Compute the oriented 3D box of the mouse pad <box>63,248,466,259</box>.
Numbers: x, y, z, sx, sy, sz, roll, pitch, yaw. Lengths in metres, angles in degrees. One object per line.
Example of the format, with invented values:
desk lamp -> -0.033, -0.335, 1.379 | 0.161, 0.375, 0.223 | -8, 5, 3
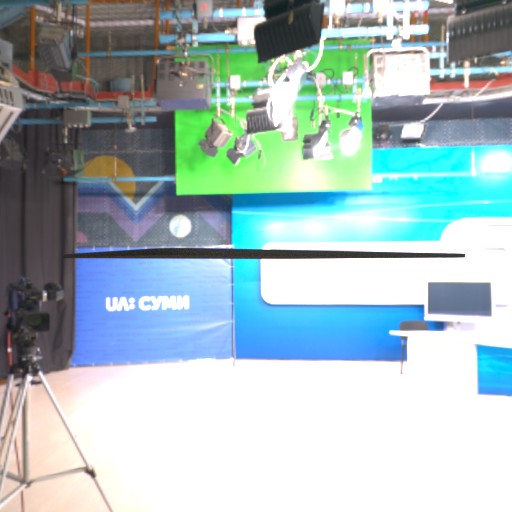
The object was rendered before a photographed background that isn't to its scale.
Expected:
mouse pad -> 0.000, 0.000, 0.322 | 0.229, 0.003, 0.203 | 1, -1, -35
